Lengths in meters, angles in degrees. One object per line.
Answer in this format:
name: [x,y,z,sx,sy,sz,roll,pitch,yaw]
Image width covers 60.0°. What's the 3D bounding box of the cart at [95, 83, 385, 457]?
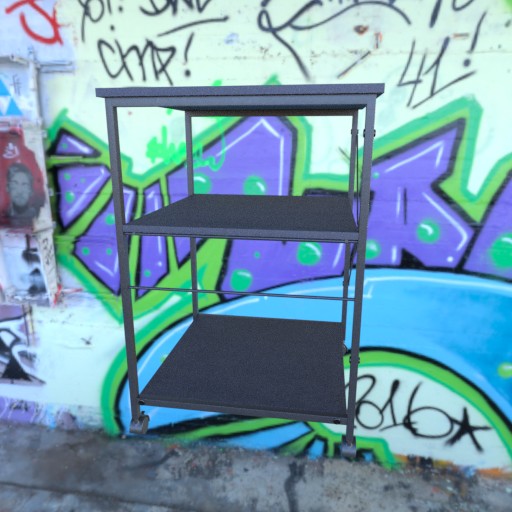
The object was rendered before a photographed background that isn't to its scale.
cart: [0.000,0.000,1.128,0.520,0.762,0.521,2,15,9]
